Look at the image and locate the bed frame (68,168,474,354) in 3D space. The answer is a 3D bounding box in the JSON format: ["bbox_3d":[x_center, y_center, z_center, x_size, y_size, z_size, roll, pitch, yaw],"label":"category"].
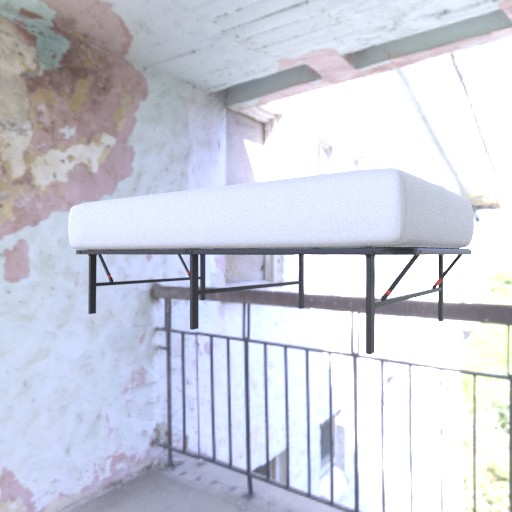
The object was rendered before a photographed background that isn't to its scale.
[{"bbox_3d":[0.000,0.000,2.313,1.908,0.640,1.025,0,0,37],"label":"bed frame"}]
